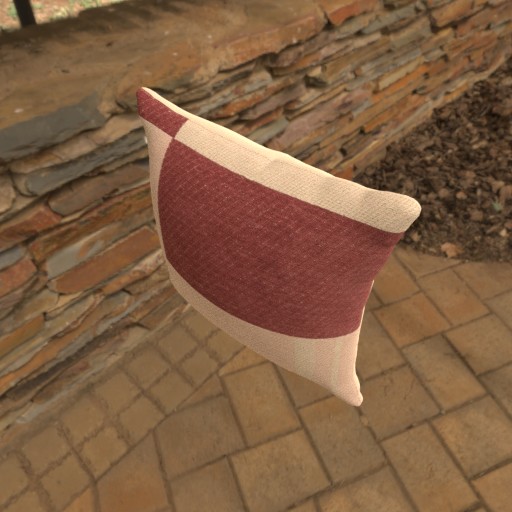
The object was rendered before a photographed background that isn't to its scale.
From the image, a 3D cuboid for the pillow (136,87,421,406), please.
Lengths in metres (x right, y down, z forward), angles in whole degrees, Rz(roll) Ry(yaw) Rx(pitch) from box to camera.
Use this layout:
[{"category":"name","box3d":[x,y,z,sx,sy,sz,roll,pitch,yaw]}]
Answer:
[{"category":"pillow","box3d":[0.000,0.000,0.812,0.536,0.506,0.229,31,54,26]}]
